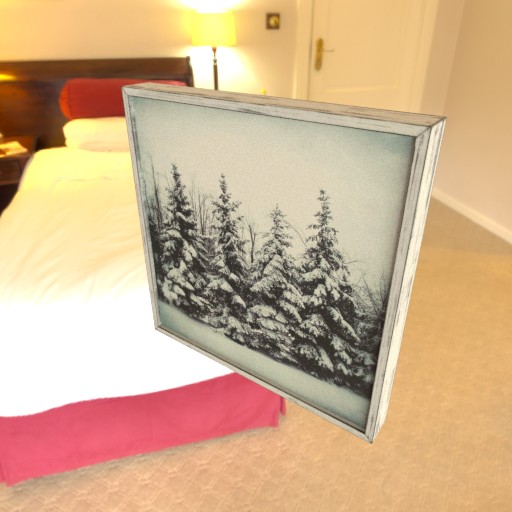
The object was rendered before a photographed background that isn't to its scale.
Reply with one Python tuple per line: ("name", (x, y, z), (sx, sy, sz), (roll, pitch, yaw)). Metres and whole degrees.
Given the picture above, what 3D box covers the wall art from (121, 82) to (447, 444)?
("wall art", (0.000, 0.000, 0.448), (0.303, 0.303, 0.036), (19, 34, 31))
